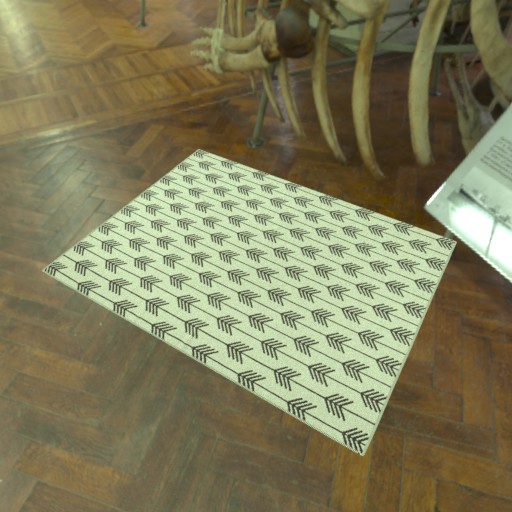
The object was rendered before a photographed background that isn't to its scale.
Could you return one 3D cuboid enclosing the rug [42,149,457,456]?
[{"bbox_3d":[0.000,0.000,4.083,3.061,0.010,2.330,24,50,22],"label":"rug"}]
